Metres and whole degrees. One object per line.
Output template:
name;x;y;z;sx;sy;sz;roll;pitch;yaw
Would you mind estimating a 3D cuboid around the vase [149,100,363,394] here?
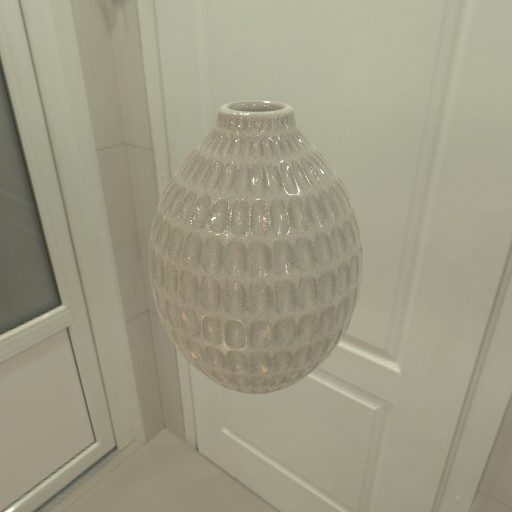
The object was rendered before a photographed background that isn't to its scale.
vase;0.000;0.000;0.342;0.162;0.223;0.162;0;28;0
